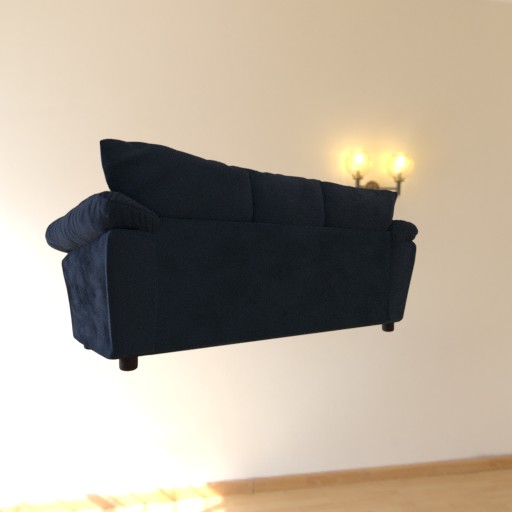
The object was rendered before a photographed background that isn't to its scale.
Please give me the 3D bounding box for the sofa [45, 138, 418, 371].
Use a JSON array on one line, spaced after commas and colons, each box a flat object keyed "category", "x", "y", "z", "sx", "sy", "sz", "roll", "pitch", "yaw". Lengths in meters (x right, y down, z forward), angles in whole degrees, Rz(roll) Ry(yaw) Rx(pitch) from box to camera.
[{"category": "sofa", "x": 0.000, "y": 0.000, "z": 2.869, "sx": 2.390, "sy": 1.091, "sz": 0.907, "roll": 0, "pitch": -1, "yaw": -36}]
